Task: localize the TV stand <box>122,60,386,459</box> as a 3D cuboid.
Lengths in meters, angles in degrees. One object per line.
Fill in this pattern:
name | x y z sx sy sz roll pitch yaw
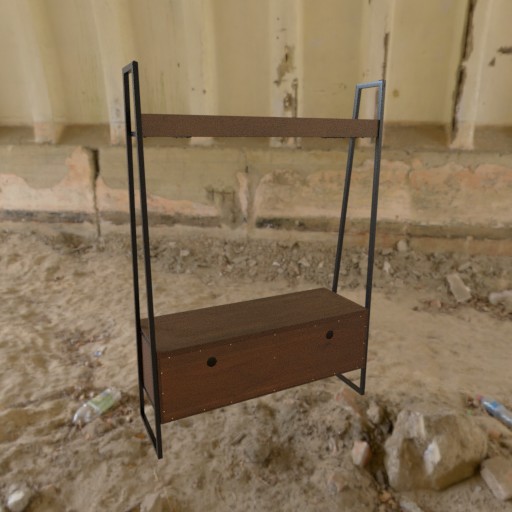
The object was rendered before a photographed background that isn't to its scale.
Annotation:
TV stand | 0.000 0.000 2.345 1.250 1.772 0.432 -7 16 -26
